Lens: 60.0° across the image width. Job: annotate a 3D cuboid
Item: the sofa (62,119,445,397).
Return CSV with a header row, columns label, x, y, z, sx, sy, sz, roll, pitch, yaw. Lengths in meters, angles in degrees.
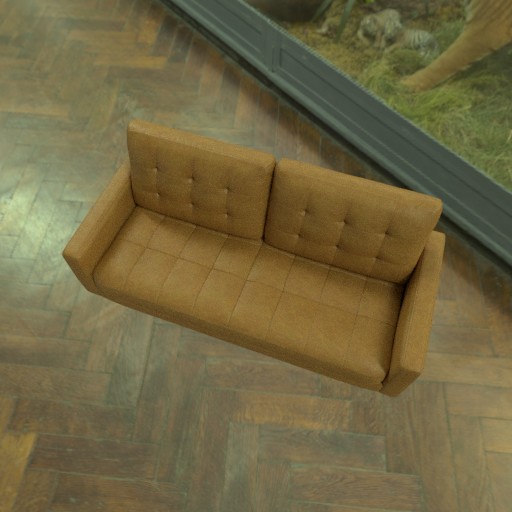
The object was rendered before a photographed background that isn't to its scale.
label,x,y,z,sx,sy,sz,roll,pitch,yaw
sofa,0.000,0.000,2.343,1.821,0.898,0.850,17,61,10
